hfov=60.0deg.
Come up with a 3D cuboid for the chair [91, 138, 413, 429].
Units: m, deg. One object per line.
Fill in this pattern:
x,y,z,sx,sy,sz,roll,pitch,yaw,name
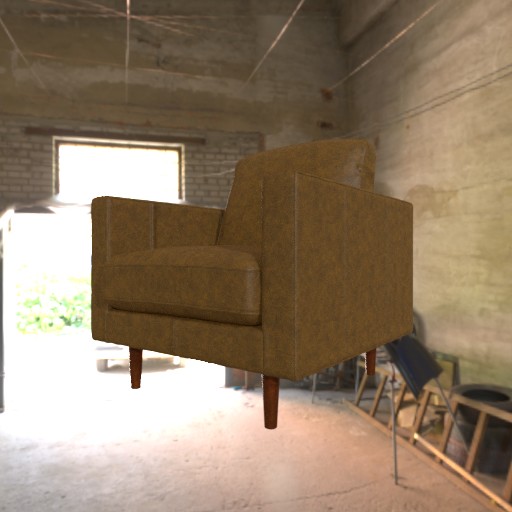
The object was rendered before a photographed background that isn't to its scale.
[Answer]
0.000,0.000,1.676,0.890,0.956,0.909,0,0,37,chair
